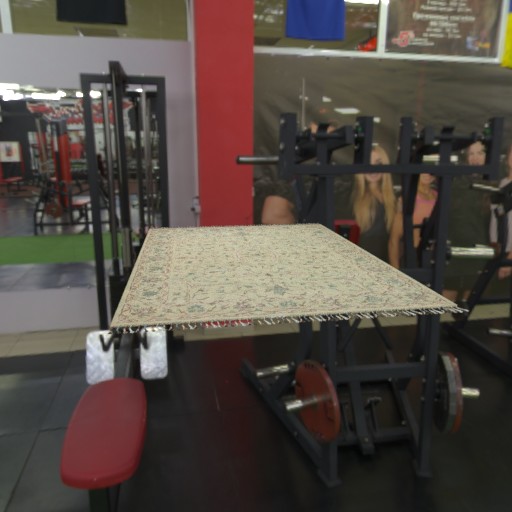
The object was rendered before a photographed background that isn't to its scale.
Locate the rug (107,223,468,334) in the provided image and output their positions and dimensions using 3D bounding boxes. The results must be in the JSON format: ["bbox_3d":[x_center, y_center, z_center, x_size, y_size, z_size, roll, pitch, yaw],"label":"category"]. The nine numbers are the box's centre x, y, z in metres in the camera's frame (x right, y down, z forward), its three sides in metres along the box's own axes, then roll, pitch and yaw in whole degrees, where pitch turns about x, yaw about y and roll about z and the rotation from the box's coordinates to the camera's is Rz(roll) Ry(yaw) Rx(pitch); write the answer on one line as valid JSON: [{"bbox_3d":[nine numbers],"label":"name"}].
[{"bbox_3d":[0.000,0.000,2.324,1.247,0.008,1.802,-2,14,-9],"label":"rug"}]
